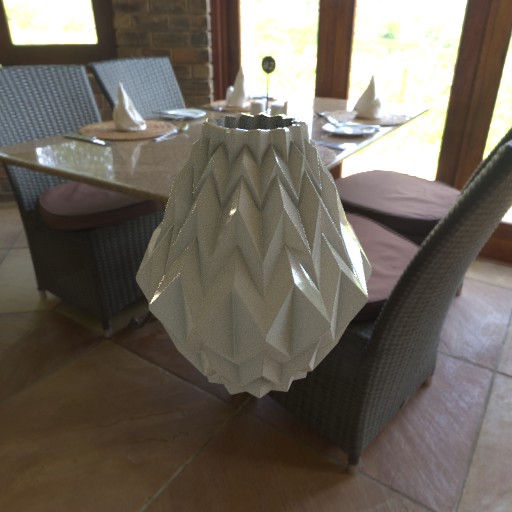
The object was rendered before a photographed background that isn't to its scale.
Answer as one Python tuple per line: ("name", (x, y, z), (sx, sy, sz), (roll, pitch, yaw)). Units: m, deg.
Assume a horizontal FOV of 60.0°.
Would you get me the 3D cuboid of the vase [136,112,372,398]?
("vase", (0.000, 0.000, 0.312), (0.164, 0.185, 0.164), (0, 27, 0))
